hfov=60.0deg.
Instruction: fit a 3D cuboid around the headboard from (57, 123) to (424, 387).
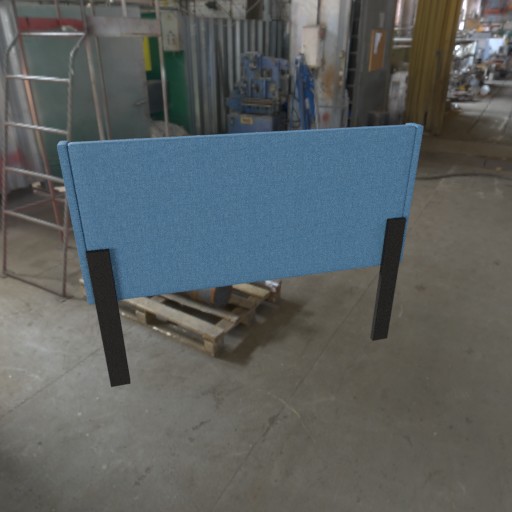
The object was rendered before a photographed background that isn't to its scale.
[{"bbox_3d":[0.000,0.000,2.791,2.051,1.524,0.184,-7,27,-13],"label":"headboard"}]
